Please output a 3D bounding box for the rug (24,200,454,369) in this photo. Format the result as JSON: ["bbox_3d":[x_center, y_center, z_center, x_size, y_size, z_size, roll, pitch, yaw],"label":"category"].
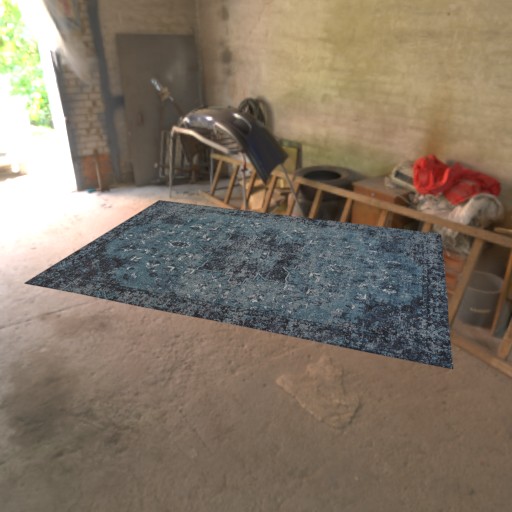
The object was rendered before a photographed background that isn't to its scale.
[{"bbox_3d":[0.000,0.000,2.283,1.828,0.005,1.219,9,27,17],"label":"rug"}]
